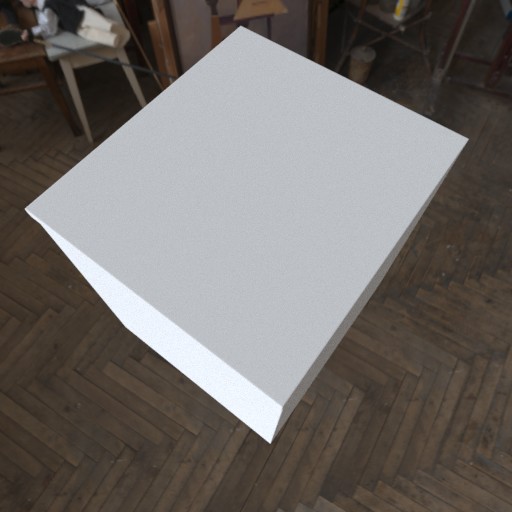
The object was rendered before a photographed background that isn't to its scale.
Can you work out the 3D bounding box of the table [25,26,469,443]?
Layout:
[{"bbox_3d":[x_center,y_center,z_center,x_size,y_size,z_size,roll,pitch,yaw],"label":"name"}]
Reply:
[{"bbox_3d":[0.000,0.000,0.758,0.380,0.460,0.420,34,68,16],"label":"table"}]
